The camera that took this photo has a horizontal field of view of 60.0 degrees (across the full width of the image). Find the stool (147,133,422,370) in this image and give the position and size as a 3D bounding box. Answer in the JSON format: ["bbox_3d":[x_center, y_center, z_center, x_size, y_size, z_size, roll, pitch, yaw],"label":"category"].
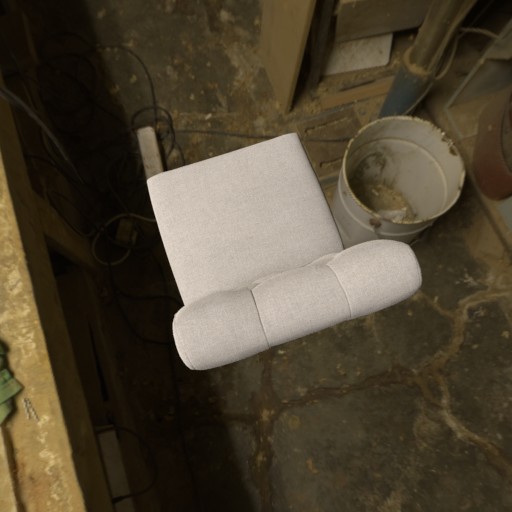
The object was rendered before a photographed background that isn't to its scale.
[{"bbox_3d":[0.000,0.000,1.337,0.493,1.040,0.601,-19,75,-5],"label":"stool"}]
